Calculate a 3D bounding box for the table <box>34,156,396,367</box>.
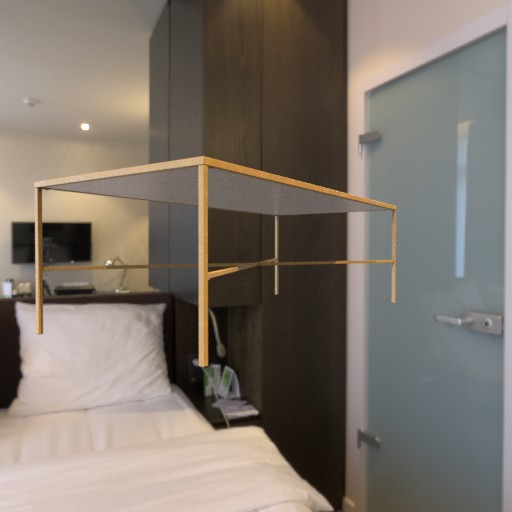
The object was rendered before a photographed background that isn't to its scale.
[{"bbox_3d":[0.000,0.000,1.495,0.580,0.398,1.206,1,1,34],"label":"table"}]
